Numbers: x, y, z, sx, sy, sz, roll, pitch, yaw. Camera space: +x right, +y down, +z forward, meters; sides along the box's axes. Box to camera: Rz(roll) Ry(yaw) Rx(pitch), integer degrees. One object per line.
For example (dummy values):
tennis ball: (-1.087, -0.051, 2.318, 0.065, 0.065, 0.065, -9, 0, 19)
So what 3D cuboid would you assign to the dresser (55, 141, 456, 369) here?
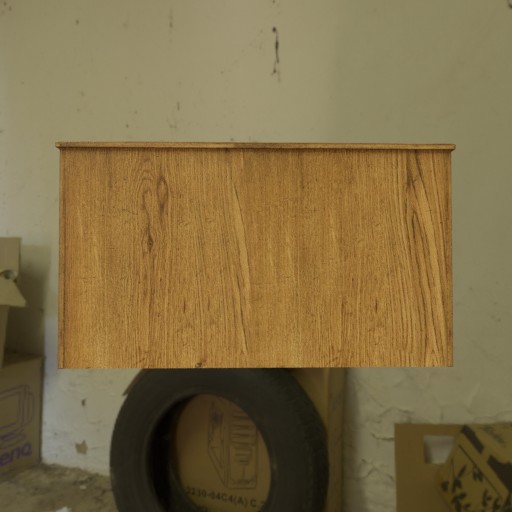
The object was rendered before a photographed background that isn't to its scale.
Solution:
dresser: (0.000, 0.000, 2.106, 1.657, 0.932, 0.563, 0, -1, -1)
